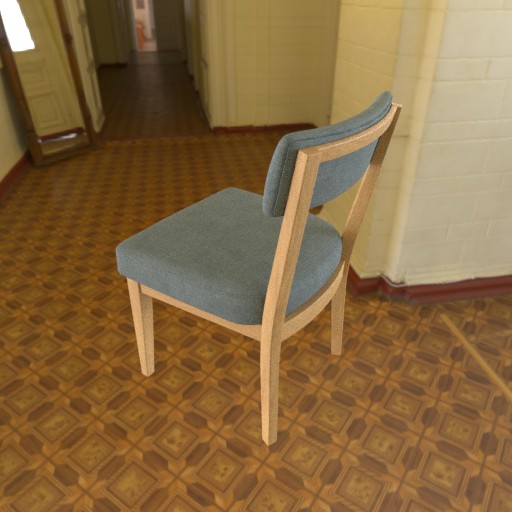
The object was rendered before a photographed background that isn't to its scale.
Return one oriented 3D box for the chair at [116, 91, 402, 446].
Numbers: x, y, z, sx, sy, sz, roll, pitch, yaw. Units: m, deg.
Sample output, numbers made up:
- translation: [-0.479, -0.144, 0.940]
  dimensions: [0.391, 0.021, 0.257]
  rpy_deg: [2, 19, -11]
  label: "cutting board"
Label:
- translation: [0.000, 0.000, 1.204]
  dimensions: [0.572, 0.832, 0.508]
  rpy_deg: [19, 36, 29]
  label: "chair"
